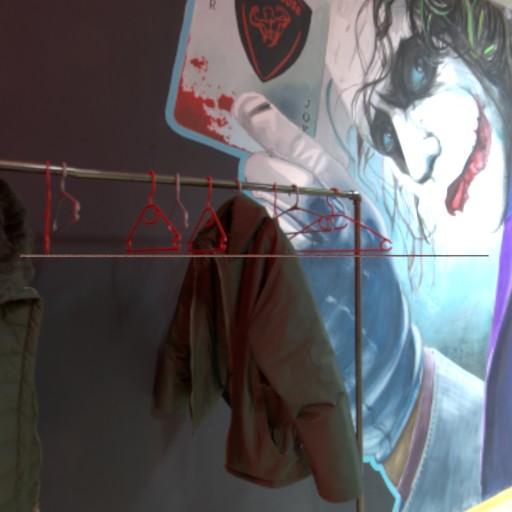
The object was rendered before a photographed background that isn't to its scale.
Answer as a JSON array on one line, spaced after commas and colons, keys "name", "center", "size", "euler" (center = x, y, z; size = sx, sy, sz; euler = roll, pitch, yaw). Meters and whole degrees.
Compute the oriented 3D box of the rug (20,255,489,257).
[{"name": "rug", "center": [0.000, 0.000, 3.472], "size": [2.584, 0.011, 2.073], "euler": [0, 0, 1]}]
